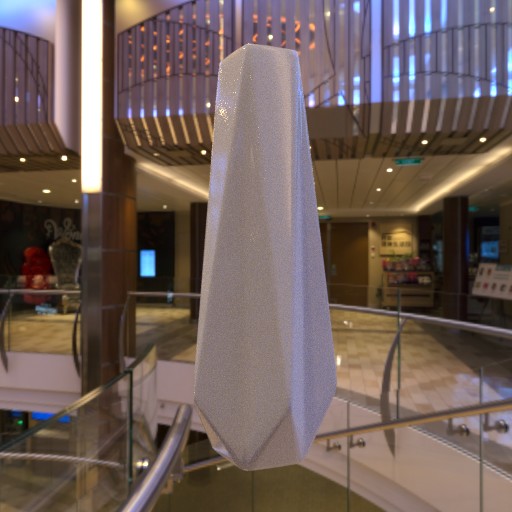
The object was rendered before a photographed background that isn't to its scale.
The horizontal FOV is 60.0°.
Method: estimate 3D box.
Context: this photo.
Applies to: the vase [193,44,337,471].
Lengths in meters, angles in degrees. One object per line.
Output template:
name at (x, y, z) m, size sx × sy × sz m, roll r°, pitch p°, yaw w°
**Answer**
vase at (0.000, 0.000, 0.373) m, size 0.116 × 0.329 × 0.122 m, roll 0°, pitch 0°, yaw -35°
